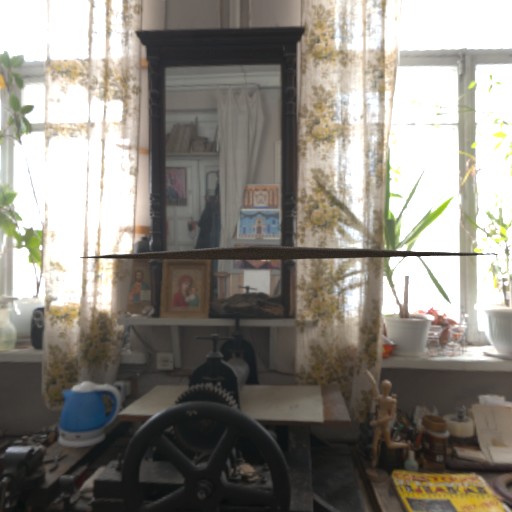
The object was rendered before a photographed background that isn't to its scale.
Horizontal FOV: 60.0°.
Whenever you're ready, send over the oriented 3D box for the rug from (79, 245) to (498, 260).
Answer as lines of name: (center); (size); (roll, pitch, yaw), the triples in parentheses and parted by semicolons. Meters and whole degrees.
rug: (0.000, 0.000, 4.253); (2.448, 0.020, 3.359); (1, -2, -35)
